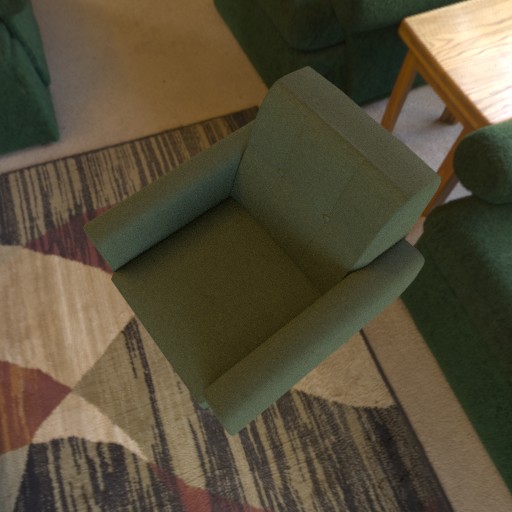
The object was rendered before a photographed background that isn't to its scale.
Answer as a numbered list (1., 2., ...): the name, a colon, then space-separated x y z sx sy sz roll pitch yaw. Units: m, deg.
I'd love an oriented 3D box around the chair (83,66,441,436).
1. chair: 0.000 0.000 1.583 0.909 0.841 0.831 -35 69 -16
